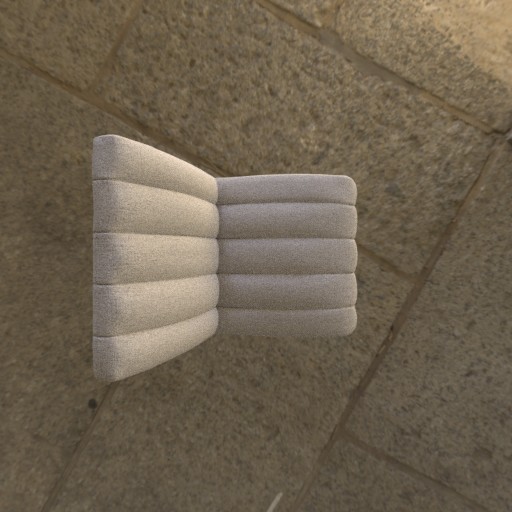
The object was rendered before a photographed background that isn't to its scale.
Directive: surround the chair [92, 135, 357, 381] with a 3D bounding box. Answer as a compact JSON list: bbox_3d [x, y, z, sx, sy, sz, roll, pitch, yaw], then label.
[{"bbox_3d":[0.000,0.000,1.351,0.647,1.016,0.511,0,91,0],"label":"chair"}]
